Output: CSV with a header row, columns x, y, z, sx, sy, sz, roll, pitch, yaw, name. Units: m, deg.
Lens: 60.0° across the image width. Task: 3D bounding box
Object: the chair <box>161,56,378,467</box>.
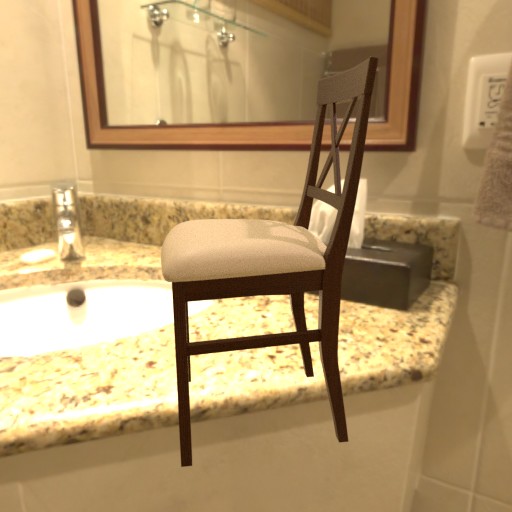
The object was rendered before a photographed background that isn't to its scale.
x,y,z,sx,sy,sz,roll,pitch,yaw,name
0.000,0.000,1.156,0.480,0.913,0.440,-2,15,-8,chair
